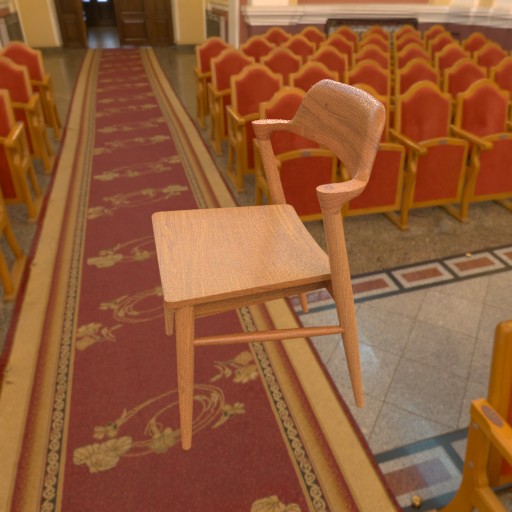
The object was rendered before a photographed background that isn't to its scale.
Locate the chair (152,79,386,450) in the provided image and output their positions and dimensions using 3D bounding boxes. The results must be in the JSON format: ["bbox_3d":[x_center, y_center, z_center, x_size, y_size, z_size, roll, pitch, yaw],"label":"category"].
[{"bbox_3d":[0.000,0.000,1.137,0.499,0.792,0.512,-8,33,-13],"label":"chair"}]
